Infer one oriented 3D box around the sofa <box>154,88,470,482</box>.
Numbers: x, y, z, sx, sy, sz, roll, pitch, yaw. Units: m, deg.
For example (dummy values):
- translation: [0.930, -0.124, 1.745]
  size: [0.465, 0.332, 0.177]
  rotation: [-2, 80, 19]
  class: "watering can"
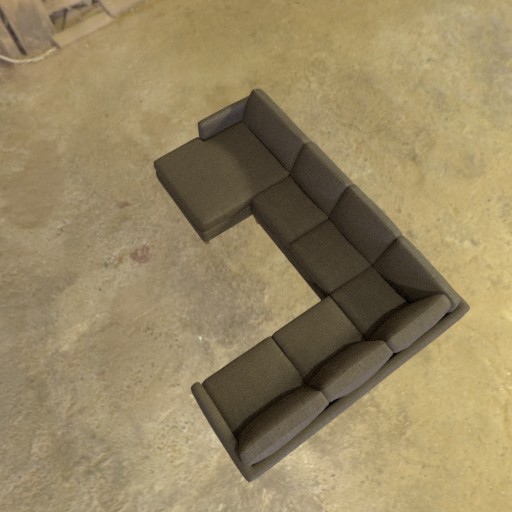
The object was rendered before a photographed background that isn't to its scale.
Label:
- translation: [0.000, 0.000, 4.680]
  size: [2.594, 0.961, 3.460]
  rotation: [-32, 68, -14]
  class: "sofa"
